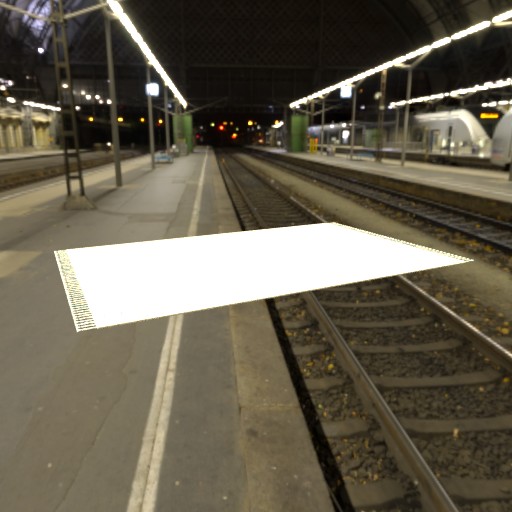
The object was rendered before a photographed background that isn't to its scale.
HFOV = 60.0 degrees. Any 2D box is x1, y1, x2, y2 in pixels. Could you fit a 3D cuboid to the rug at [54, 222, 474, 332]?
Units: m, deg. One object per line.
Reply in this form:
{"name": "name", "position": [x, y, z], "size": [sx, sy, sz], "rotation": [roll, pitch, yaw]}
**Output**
{"name": "rug", "position": [0.000, 0.000, 3.025], "size": [2.438, 0.010, 1.524], "rotation": [-7, 17, -26]}
